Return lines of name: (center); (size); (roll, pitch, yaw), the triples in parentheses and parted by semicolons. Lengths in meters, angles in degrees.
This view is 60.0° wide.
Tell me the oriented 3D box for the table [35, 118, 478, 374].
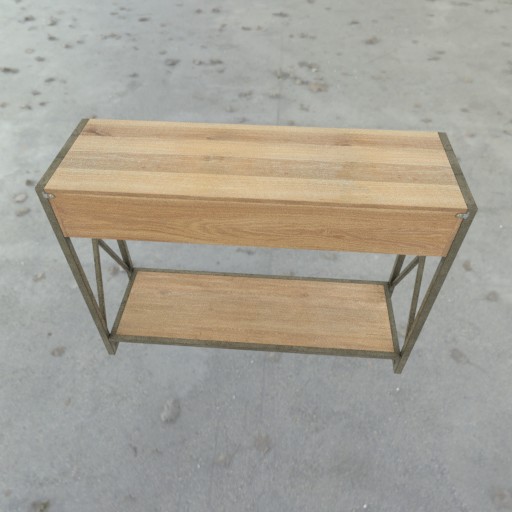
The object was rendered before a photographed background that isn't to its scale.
table: (0.000, 0.000, 1.451); (1.059, 0.763, 0.361); (3, 46, 3)
